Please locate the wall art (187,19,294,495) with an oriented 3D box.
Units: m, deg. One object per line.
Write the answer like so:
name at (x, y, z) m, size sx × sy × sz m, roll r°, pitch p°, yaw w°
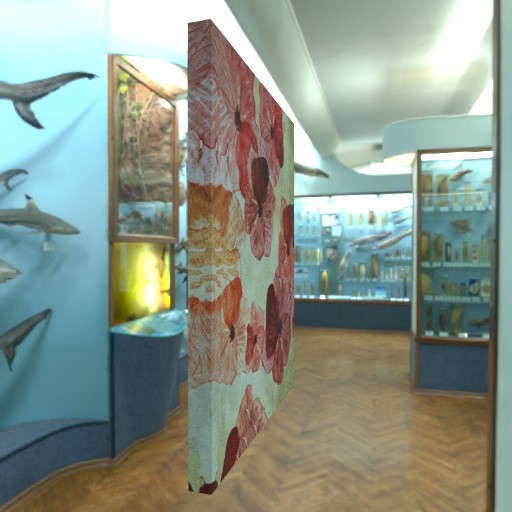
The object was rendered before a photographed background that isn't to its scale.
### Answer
wall art at (0.000, 0.000, 0.669) m, size 0.028 × 0.508 × 0.406 m, roll 0°, pitch 1°, yaw 17°
